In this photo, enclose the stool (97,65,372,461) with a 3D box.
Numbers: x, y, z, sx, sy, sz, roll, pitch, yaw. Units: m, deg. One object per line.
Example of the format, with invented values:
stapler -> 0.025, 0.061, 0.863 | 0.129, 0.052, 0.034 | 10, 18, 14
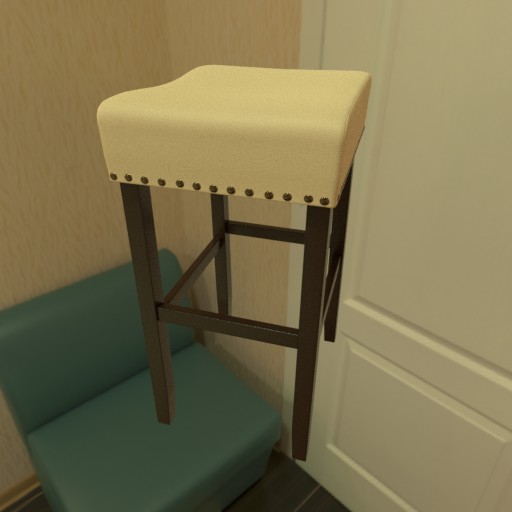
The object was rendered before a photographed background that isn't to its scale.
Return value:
stool -> 0.000, 0.000, 1.027 | 0.401, 0.762, 0.471 | 9, 32, 15
